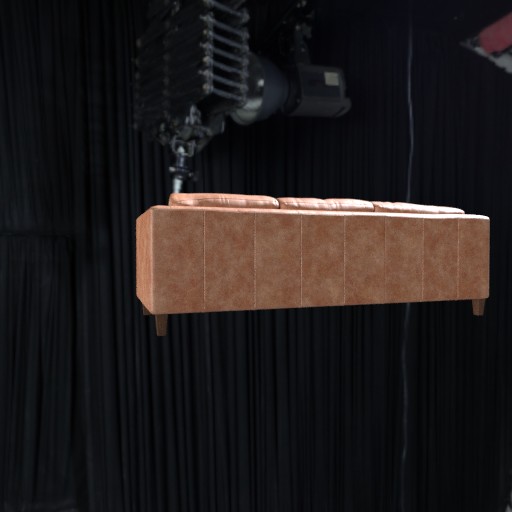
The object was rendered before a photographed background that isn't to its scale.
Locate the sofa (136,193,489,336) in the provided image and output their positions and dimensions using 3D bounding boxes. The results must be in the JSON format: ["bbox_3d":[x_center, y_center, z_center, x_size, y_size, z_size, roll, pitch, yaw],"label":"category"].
[{"bbox_3d":[0.000,0.000,4.425,2.430,0.832,3.401,0,1,-19],"label":"sofa"}]
